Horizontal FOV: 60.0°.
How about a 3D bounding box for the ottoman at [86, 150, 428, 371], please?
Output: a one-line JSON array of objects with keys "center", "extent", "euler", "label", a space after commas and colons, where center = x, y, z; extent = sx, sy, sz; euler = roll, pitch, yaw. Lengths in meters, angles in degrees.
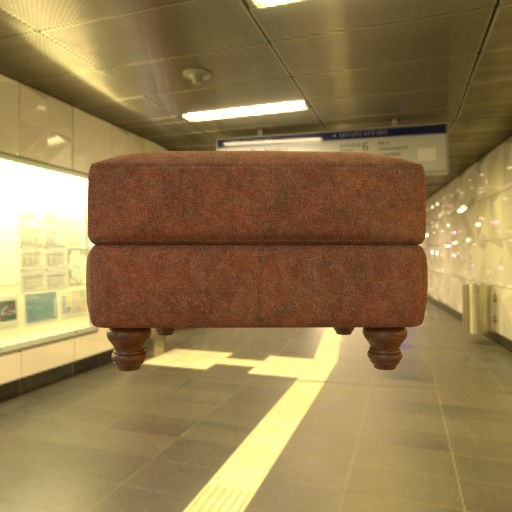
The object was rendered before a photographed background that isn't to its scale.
[{"center": [0.000, 0.000, 1.223], "extent": [0.787, 0.508, 0.635], "euler": [0, 0, -1], "label": "ottoman"}]
